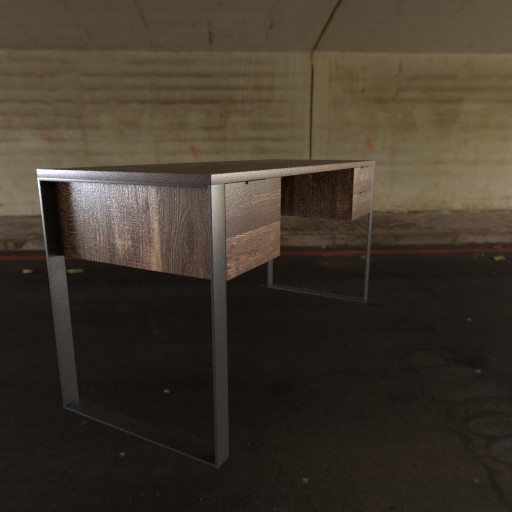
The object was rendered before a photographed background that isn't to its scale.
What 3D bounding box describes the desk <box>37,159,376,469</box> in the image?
[{"bbox_3d":[0.000,0.000,1.865,0.599,0.762,1.524,7,15,27],"label":"desk"}]
